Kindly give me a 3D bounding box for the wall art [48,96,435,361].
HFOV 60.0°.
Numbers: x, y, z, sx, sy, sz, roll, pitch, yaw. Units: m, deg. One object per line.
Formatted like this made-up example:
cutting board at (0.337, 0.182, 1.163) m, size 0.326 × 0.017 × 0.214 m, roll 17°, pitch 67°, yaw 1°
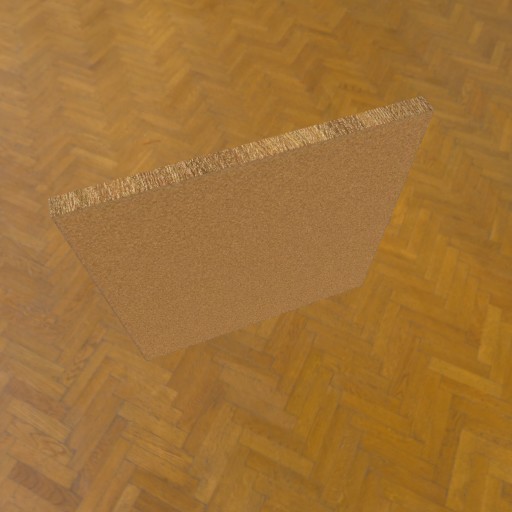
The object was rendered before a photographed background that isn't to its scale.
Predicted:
wall art at (0.000, 0.000, 0.925) m, size 0.611 × 0.608 × 0.042 m, roll -18°, pitch 60°, yaw -11°
